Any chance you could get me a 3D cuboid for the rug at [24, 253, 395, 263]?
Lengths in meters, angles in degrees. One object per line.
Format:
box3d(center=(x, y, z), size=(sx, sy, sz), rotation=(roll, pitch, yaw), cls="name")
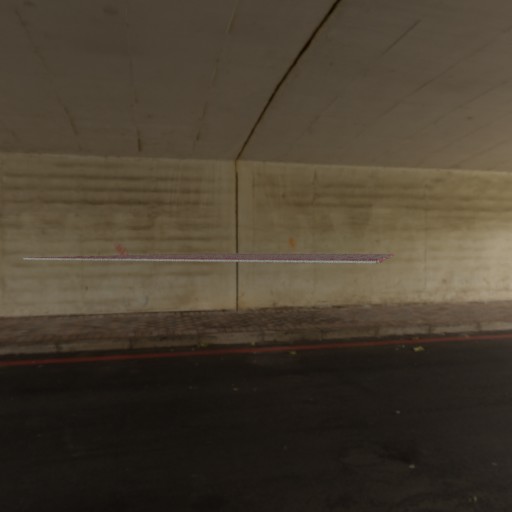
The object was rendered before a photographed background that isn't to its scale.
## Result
box3d(center=(0.000, 0.000, 4.174), size=(2.441, 0.016, 3.095), rotation=(0, 1, 19), cls="rug")
